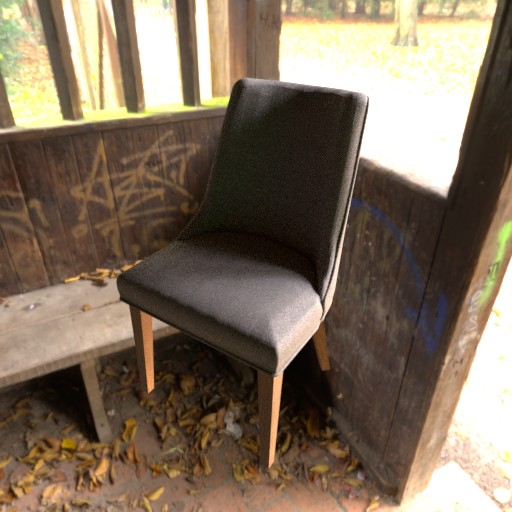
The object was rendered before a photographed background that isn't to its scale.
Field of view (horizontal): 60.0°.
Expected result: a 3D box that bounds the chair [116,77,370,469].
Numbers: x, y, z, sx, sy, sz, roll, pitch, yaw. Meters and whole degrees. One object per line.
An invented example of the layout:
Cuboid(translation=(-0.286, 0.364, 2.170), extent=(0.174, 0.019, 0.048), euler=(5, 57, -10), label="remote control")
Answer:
Cuboid(translation=(0.000, 0.000, 1.339), extent=(0.548, 0.916, 0.636), euler=(20, 37, 28), label="chair")
